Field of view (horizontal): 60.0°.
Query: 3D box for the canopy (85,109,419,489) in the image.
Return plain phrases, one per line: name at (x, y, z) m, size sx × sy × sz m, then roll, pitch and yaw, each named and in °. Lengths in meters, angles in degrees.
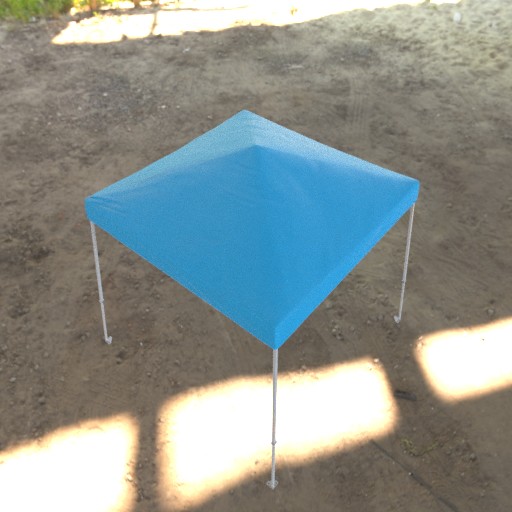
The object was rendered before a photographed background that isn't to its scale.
canopy at (0.000, 0.000, 6.319) m, size 3.600 × 3.600 × 3.599 m, roll 31°, pitch 53°, yaw 27°
